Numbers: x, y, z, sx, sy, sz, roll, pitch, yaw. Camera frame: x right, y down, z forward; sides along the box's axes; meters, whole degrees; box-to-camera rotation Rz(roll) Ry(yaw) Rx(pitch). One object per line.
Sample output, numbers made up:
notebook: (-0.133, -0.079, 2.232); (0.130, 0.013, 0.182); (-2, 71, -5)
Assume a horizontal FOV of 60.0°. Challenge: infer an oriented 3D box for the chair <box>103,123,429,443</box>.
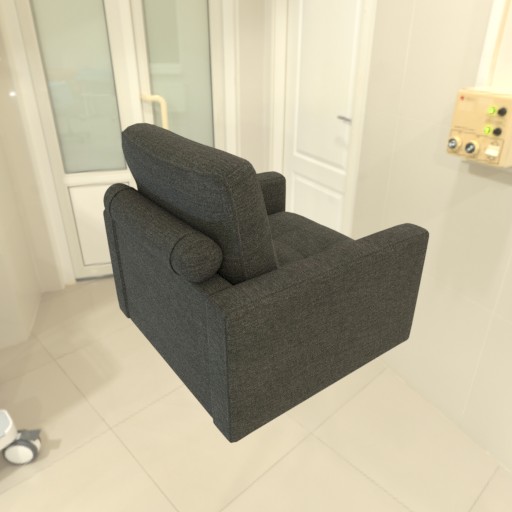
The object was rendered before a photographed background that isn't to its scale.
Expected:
chair: (0.000, 0.000, 1.546); (0.843, 0.880, 0.821); (-19, 33, -32)
